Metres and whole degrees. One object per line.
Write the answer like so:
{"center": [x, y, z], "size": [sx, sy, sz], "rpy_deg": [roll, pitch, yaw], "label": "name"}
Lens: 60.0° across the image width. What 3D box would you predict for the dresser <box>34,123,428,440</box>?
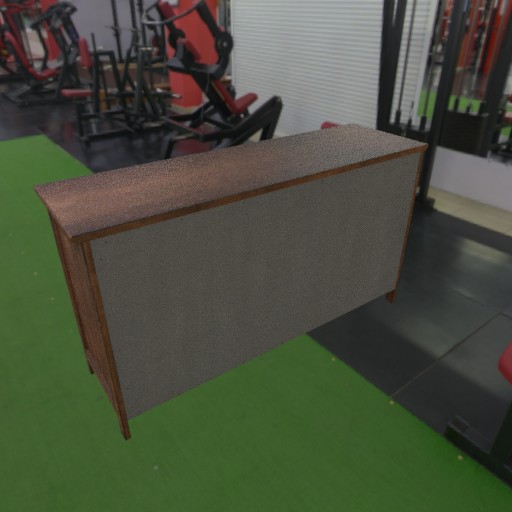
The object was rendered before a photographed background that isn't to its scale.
{"center": [0.000, 0.000, 1.957], "size": [1.551, 0.856, 0.463], "rpy_deg": [-19, 35, -30], "label": "dresser"}
